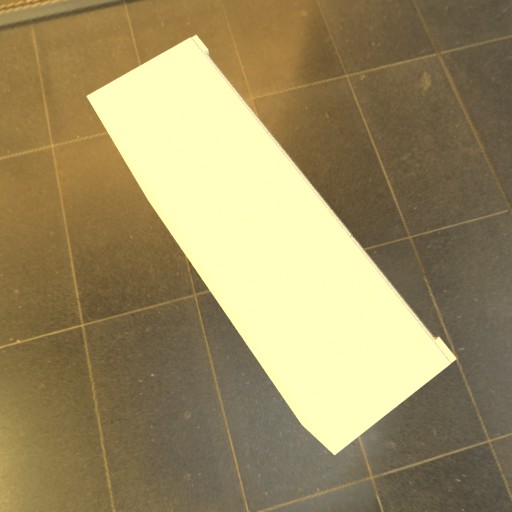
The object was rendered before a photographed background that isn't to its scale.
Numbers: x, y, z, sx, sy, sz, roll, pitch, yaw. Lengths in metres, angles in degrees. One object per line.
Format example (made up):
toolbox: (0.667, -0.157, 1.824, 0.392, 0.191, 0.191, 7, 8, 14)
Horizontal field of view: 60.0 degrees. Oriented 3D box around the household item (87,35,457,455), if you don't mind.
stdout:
household item: (0.000, 0.000, 1.730, 0.420, 0.867, 1.300, -34, 77, -9)
